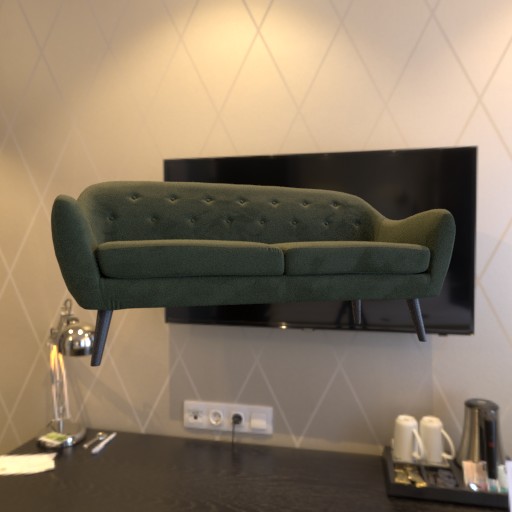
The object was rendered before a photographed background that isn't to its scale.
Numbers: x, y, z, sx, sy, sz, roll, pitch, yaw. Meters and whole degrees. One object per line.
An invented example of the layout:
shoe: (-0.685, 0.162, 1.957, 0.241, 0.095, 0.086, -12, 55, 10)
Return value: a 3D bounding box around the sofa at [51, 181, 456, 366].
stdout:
sofa: (0.000, 0.000, 2.252, 1.840, 0.836, 0.820, 0, 0, -18)
